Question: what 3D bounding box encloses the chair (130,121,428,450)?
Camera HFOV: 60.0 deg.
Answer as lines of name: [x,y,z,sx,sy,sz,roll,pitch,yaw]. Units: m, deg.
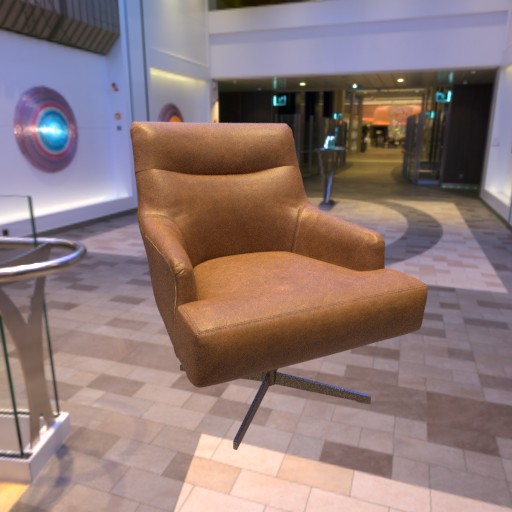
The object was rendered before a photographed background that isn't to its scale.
chair: [0.000,0.000,1.480,0.729,0.869,0.874,-8,17,-26]
